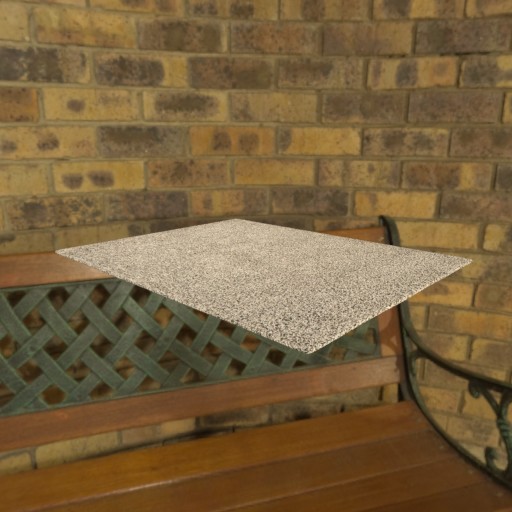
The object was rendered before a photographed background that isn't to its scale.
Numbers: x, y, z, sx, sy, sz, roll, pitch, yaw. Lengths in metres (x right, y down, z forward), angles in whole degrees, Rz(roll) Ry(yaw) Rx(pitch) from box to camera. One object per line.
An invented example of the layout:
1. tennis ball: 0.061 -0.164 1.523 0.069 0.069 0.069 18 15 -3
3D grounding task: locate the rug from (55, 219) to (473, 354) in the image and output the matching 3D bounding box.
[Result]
1. rug: 0.000 0.000 4.112 3.047 0.029 2.438 14 20 42
